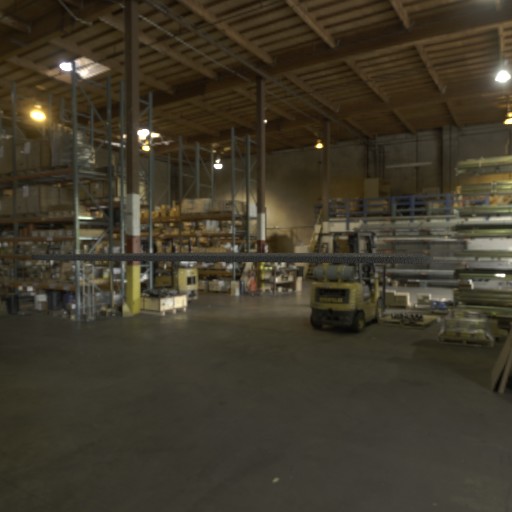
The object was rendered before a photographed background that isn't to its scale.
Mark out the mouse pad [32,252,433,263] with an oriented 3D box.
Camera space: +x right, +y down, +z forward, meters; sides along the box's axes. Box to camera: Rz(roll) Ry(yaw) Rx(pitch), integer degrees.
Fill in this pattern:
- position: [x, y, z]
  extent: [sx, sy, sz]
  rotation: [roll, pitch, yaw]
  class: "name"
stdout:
- position: [0.000, 0.000, 0.321]
  extent: [0.229, 0.003, 0.203]
  rotation: [0, 1, 18]
  class: "mouse pad"
